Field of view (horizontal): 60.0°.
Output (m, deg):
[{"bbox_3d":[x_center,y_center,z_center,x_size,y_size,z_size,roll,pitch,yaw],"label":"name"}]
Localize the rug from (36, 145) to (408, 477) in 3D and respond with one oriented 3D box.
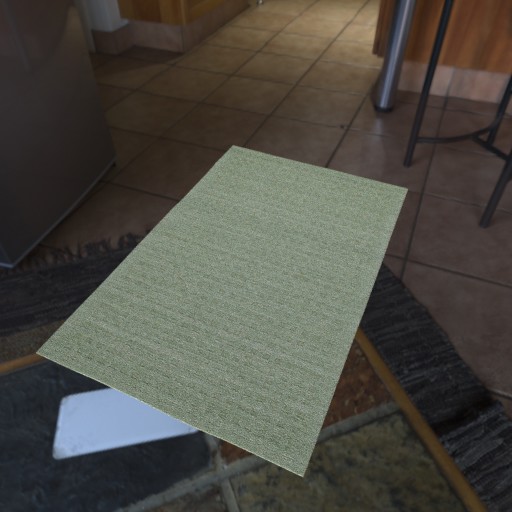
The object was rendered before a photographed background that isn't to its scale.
[{"bbox_3d":[0.000,0.000,2.178,1.143,0.006,1.747,18,47,17],"label":"rug"}]
